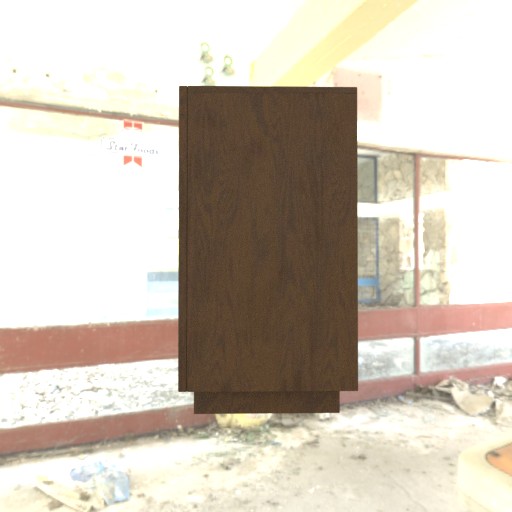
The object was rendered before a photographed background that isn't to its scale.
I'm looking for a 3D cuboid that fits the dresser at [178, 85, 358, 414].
[{"bbox_3d":[0.000,0.000,1.940,0.512,0.889,1.523,0,-1,-1],"label":"dresser"}]
